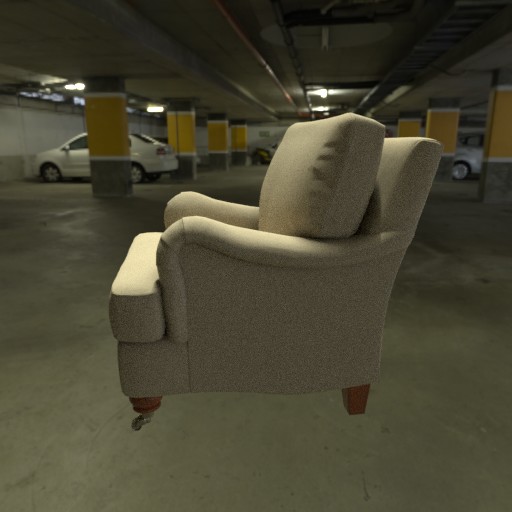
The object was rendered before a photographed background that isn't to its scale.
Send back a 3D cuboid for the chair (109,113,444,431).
[{"bbox_3d":[0.000,0.000,1.808,1.078,1.076,0.895,-2,14,-9],"label":"chair"}]
